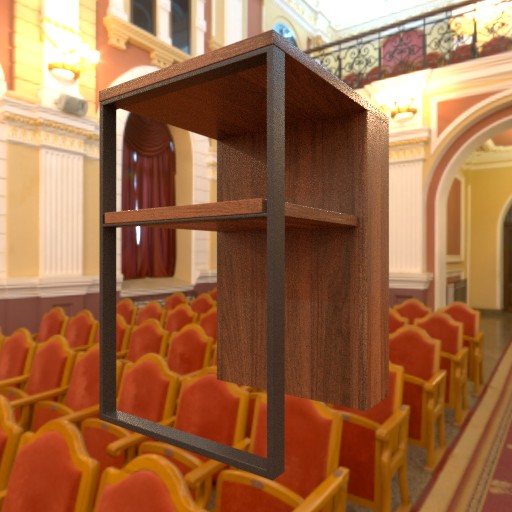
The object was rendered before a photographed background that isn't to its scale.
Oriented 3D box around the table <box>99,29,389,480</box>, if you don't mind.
[{"bbox_3d":[0.000,0.000,1.527,0.660,1.041,0.786,0,0,36],"label":"table"}]
